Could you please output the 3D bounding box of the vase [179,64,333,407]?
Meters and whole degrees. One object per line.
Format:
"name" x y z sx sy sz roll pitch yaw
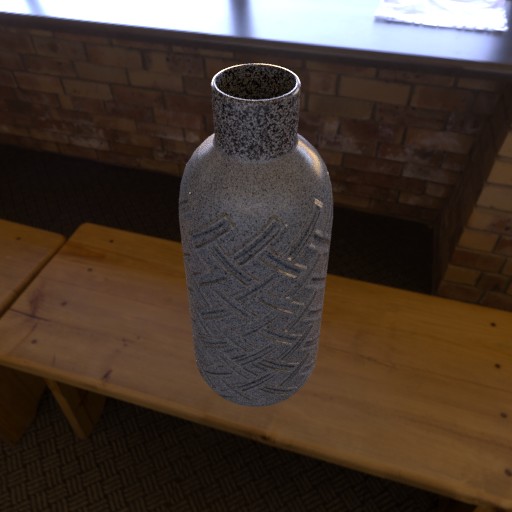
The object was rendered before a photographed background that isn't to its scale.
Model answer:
"vase" 0.000 0.000 0.352 0.122 0.282 0.122 0 45 0
